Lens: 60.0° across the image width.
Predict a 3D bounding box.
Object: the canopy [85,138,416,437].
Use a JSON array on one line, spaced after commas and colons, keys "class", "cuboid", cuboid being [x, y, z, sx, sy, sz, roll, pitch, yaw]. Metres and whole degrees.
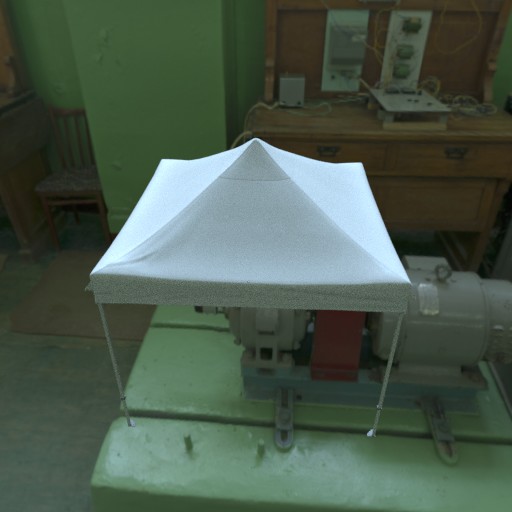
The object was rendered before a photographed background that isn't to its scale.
[{"class": "canopy", "cuboid": [0.000, 0.000, 5.547, 2.994, 2.998, 2.996, 2, 33, 2]}]
